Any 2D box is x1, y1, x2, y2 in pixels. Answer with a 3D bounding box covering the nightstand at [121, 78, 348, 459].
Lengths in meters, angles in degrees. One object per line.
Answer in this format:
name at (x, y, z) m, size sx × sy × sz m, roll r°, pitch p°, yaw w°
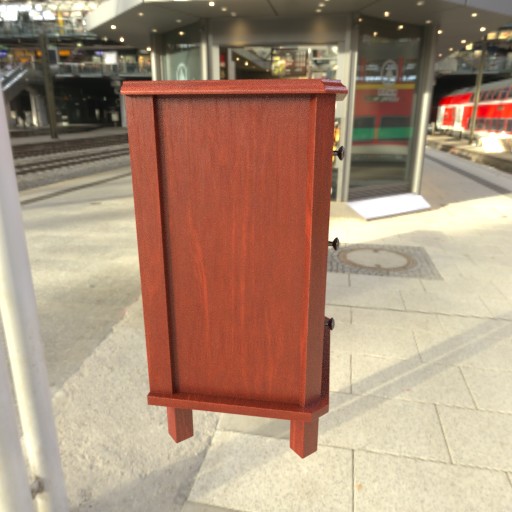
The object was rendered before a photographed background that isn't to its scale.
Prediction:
nightstand at (0.000, 0.000, 0.957) m, size 0.351 × 0.681 × 0.435 m, roll 3°, pitch 18°, yaw 9°
